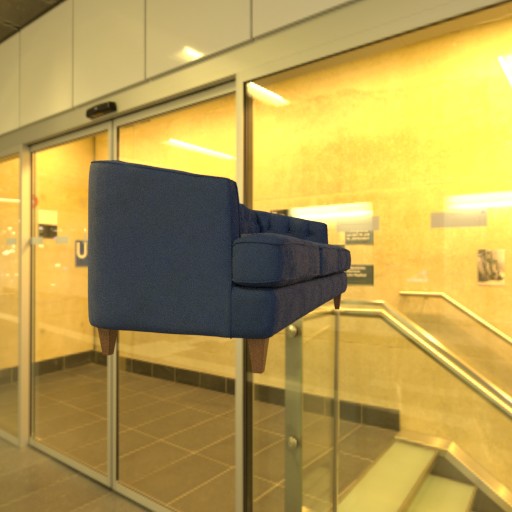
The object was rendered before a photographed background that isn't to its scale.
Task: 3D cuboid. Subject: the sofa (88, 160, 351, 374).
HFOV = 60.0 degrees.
[{"bbox_3d":[0.000,0.000,2.719,0.941,0.855,2.278,0,0,18],"label":"sofa"}]
